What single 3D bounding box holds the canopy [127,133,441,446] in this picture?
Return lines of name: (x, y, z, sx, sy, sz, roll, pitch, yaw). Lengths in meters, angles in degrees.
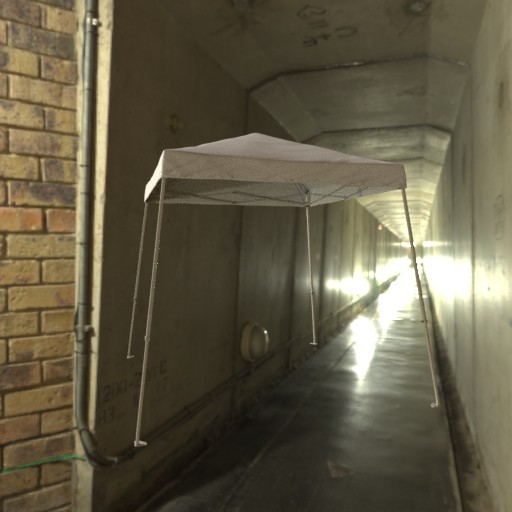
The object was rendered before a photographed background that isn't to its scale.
canopy: (0.000, 0.000, 6.531, 3.600, 3.600, 3.599, -1, 2, -17)
